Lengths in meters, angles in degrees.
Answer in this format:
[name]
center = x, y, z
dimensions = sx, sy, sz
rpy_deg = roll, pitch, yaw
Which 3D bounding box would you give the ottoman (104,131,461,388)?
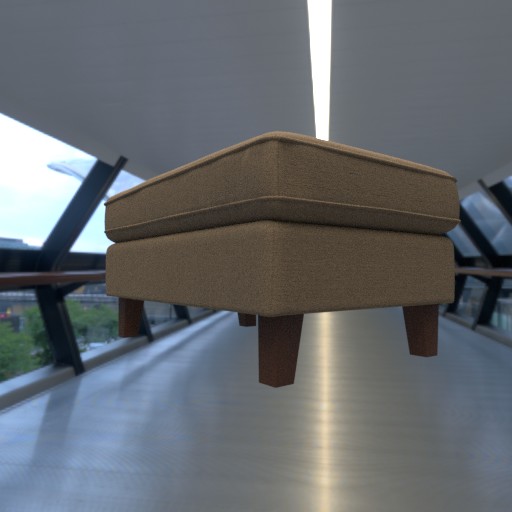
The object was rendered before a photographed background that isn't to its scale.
[ottoman]
center = 0.000, 0.000, 1.313
dimensions = 0.636, 0.521, 0.945
rpy_deg = 2, -3, -37
